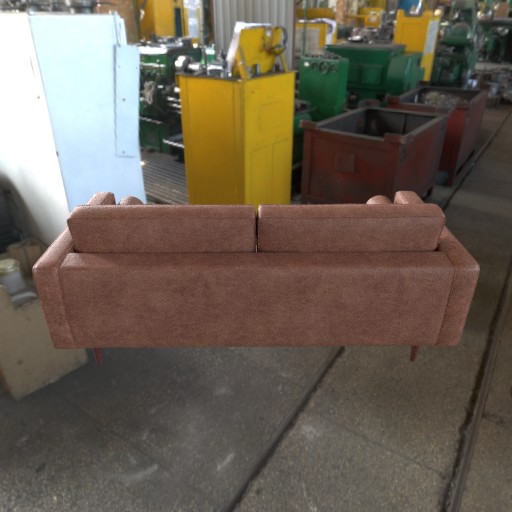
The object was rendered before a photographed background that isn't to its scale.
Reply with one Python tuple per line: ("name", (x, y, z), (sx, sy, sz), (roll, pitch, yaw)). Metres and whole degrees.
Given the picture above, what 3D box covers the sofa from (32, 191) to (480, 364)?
("sofa", (0.000, 0.000, 2.295), (1.870, 0.760, 0.910), (0, 30, 0))
